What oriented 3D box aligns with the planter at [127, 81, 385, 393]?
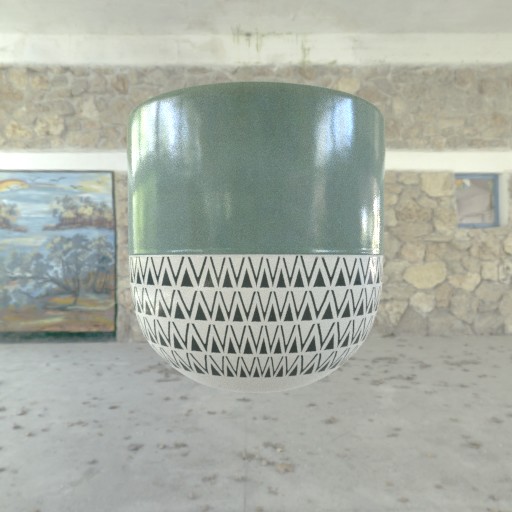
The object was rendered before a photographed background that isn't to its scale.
[{"bbox_3d":[0.000,0.000,0.474,0.266,0.270,0.266,0,0,0],"label":"planter"}]
